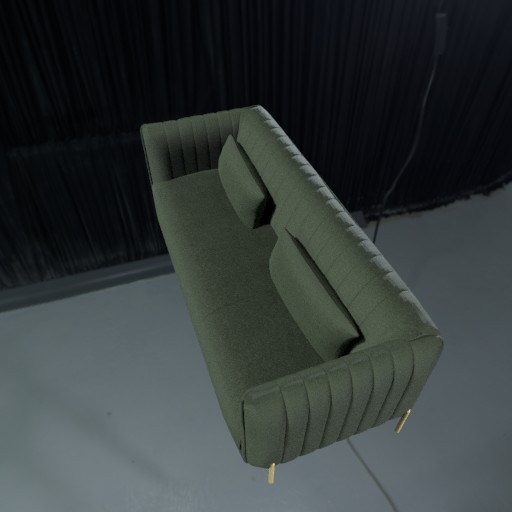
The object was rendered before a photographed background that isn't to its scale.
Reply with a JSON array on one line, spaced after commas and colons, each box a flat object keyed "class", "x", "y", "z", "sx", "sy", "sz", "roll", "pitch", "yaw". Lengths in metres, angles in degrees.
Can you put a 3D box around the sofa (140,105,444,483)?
[{"class": "sofa", "x": 0.000, "y": 0.000, "z": 2.557, "sx": 0.896, "sy": 0.793, "sz": 2.137, "roll": -15, "pitch": 48, "yaw": -14}]
